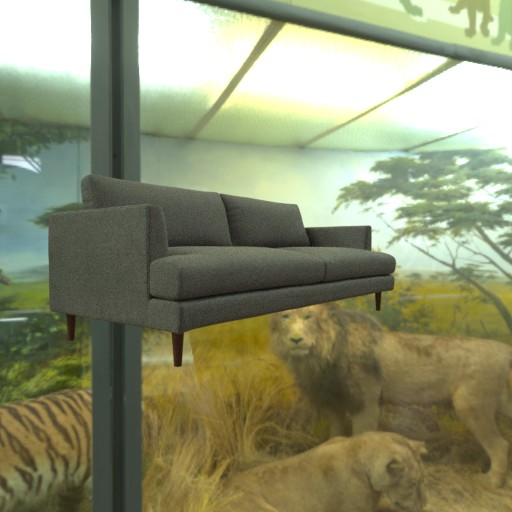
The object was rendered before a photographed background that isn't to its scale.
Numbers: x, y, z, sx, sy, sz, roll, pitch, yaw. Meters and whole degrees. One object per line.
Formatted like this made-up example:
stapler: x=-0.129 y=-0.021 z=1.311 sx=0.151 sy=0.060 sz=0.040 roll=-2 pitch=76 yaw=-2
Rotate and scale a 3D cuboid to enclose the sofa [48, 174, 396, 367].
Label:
sofa: x=0.000 y=0.000 z=2.871 sx=1.020 sy=0.868 sz=2.250 roll=1 pitch=1 yaw=38
